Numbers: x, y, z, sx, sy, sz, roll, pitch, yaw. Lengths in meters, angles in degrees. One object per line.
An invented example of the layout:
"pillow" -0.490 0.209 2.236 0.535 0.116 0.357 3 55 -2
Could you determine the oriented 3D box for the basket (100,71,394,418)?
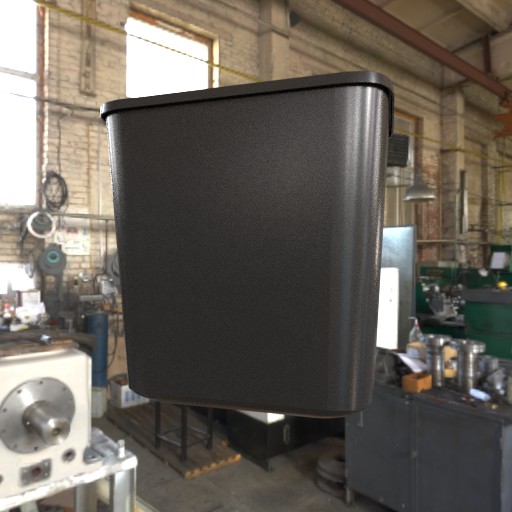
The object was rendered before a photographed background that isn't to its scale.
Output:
"basket" 0.000 0.000 0.503 0.300 0.307 0.211 0 -1 17
